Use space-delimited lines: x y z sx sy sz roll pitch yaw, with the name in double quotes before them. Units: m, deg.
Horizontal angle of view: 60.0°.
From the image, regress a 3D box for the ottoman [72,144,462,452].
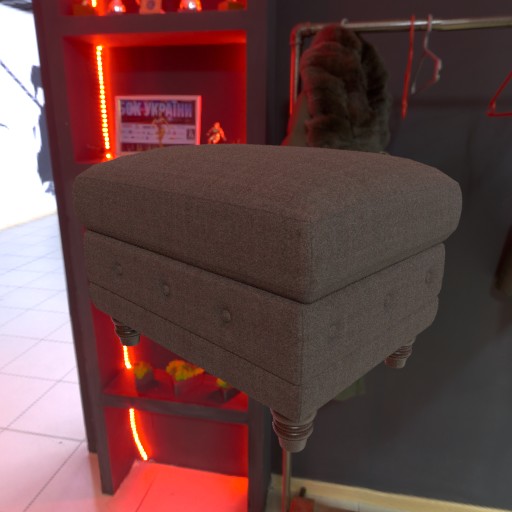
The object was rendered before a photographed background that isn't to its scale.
"ottoman" 0.000 0.000 1.154 0.809 0.555 0.599 16 23 42
